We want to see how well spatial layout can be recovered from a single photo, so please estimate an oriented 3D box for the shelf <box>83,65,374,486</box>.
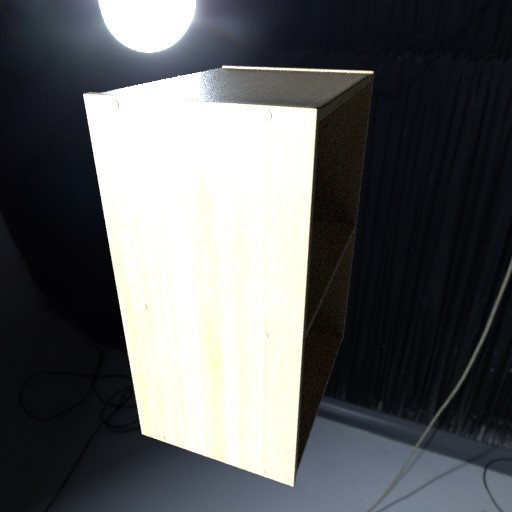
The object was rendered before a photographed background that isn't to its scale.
[{"bbox_3d":[0.000,0.000,0.797,0.290,0.592,0.414,10,30,19],"label":"shelf"}]
